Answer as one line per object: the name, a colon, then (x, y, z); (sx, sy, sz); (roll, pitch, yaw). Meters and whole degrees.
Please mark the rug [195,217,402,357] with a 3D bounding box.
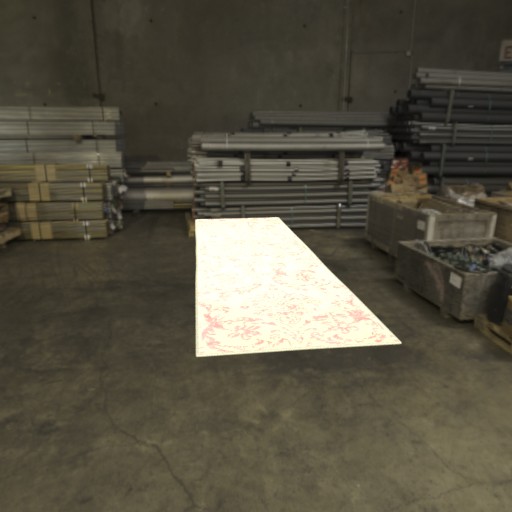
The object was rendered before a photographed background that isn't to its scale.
rug: (0.000, 0.000, 2.438); (0.662, 0.011, 2.196); (-2, 16, -7)
